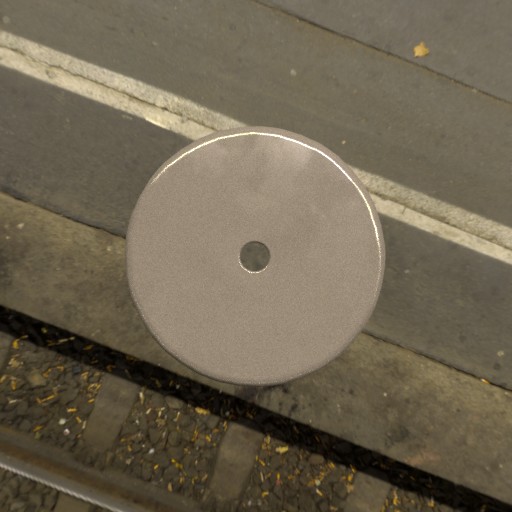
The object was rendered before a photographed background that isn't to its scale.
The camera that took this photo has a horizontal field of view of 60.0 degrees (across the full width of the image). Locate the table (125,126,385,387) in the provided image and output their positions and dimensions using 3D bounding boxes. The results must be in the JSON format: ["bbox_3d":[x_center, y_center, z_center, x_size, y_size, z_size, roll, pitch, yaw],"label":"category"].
[{"bbox_3d":[0.000,0.000,0.631,0.325,0.388,0.325,0,90,0],"label":"table"}]
